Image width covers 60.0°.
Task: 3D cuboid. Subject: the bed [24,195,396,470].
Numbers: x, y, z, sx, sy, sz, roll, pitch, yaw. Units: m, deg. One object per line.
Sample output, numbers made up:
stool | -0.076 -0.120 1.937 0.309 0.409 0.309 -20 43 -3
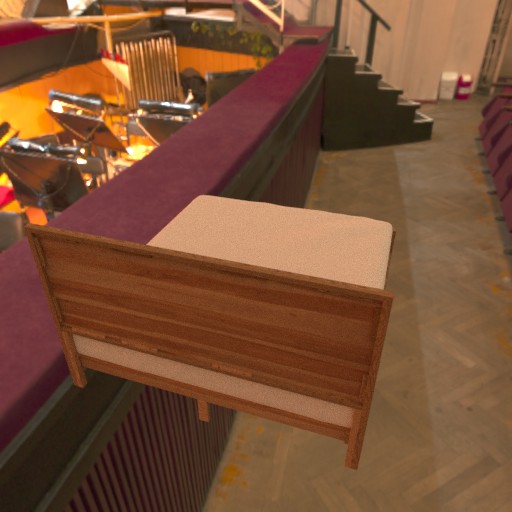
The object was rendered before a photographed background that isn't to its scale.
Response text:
bed | 0.000 0.000 3.432 2.013 1.295 2.184 10 34 16
